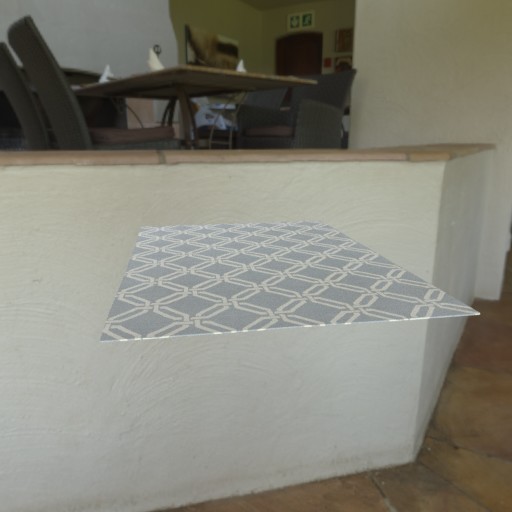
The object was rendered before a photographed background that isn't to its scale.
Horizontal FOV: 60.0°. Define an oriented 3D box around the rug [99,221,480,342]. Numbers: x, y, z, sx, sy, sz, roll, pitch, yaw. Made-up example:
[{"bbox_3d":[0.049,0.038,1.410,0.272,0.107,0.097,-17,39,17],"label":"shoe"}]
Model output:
[{"bbox_3d":[0.000,0.000,2.722,1.522,0.013,2.133,-3,15,-10],"label":"rug"}]
